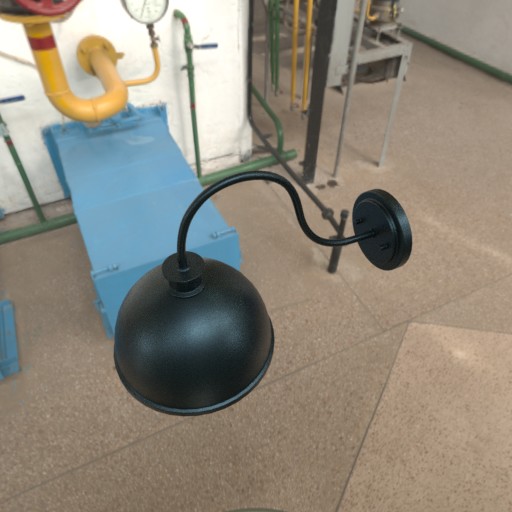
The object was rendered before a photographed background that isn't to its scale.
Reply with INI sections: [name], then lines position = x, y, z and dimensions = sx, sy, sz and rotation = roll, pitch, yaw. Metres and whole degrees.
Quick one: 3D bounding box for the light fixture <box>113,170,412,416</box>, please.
[light fixture]
position = 0.000, 0.000, 0.640
dimensions = 0.467, 0.295, 0.253
rotation = -18, 47, -17
